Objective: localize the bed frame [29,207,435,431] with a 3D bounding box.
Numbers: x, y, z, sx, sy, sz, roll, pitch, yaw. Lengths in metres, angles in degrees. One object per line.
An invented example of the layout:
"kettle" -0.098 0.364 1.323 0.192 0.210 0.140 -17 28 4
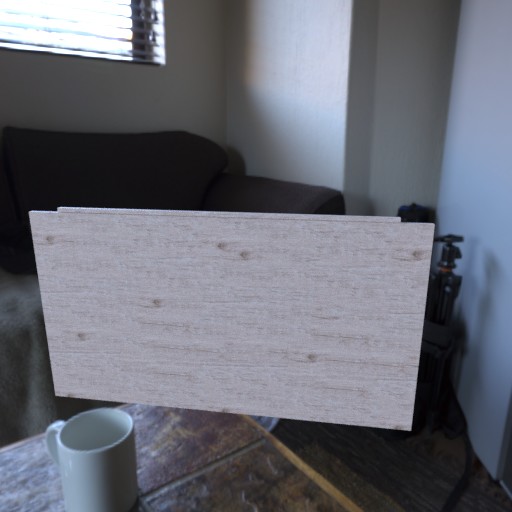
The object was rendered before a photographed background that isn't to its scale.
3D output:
"bed frame" 0.000 0.000 2.988 1.750 0.970 2.080 3 16 9
